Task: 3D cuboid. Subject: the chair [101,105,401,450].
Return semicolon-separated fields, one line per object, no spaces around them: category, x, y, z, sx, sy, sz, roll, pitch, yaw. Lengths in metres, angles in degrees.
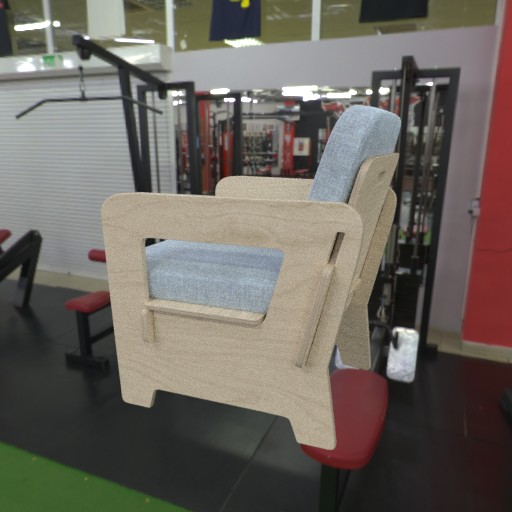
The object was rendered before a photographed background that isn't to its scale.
chair;0.000;0.000;1.281;0.710;0.800;0.590;7;16;24
